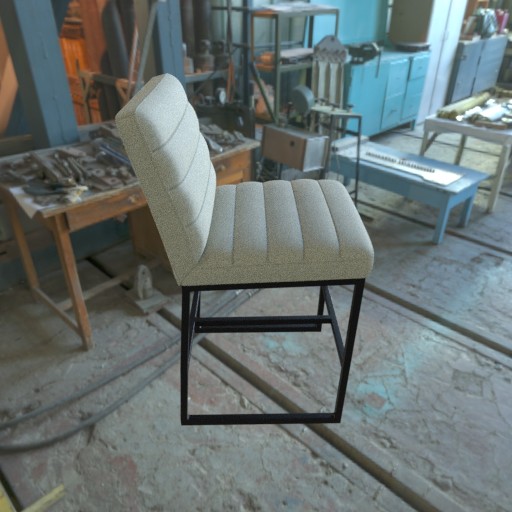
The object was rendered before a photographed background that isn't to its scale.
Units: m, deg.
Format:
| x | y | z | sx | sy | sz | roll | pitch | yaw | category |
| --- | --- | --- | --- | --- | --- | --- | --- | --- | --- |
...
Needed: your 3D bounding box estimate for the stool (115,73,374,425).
| x | y | z | sx | sy | sz | roll | pitch | yaw | category |
| --- | --- | --- | --- | --- | --- | --- | --- | --- | --- |
| 0.000 | 0.000 | 1.290 | 0.560 | 0.940 | 0.460 | -1 | 32 | -1 | stool |
